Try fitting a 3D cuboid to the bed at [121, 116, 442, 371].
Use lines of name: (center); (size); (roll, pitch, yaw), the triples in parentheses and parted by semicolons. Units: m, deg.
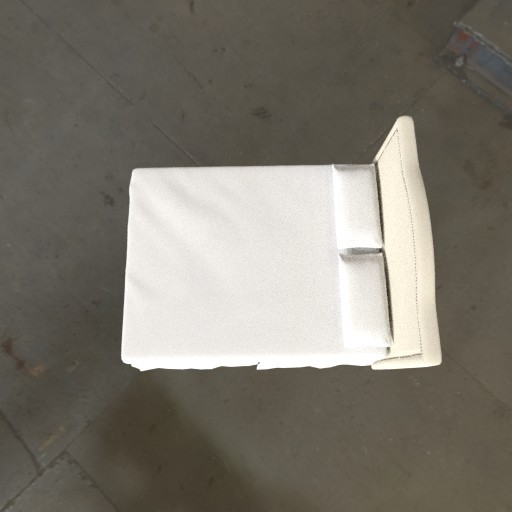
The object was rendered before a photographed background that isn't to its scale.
bed: (0.000, 0.000, 3.455); (2.196, 1.449, 1.741); (-1, 75, 0)
